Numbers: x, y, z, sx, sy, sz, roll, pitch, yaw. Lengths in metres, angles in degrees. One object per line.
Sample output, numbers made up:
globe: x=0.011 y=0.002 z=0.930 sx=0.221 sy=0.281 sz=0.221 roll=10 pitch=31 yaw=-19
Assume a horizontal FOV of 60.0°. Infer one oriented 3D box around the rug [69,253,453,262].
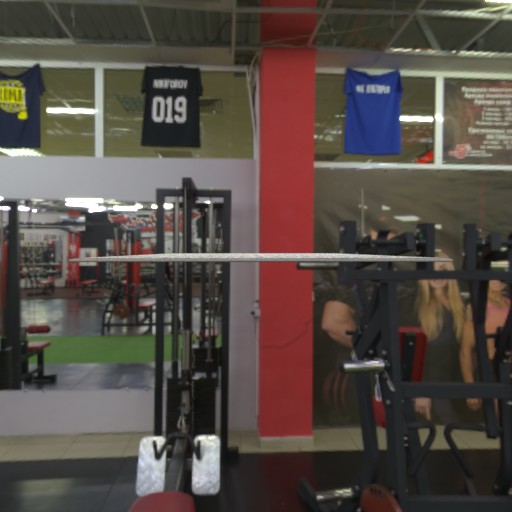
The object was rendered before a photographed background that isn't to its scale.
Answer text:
rug: x=0.000 y=0.000 z=2.329 sx=1.224 sy=0.012 sz=1.847 roll=0 pitch=1 yaw=-1
